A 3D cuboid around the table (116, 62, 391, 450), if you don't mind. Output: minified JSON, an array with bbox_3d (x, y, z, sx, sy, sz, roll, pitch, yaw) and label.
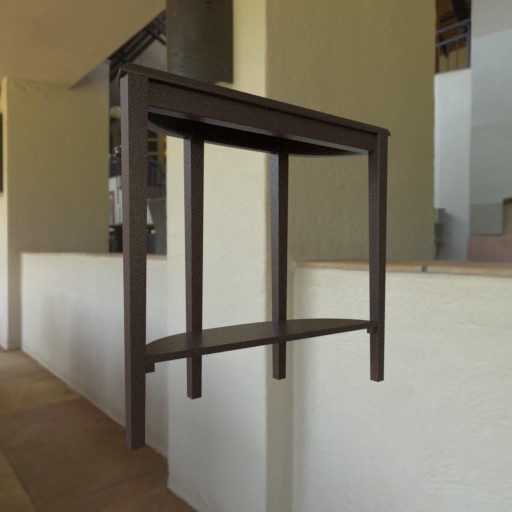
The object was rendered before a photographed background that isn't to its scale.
[{"bbox_3d":[0.000,0.000,1.312,0.909,0.831,0.274,-1,1,-36],"label":"table"}]
